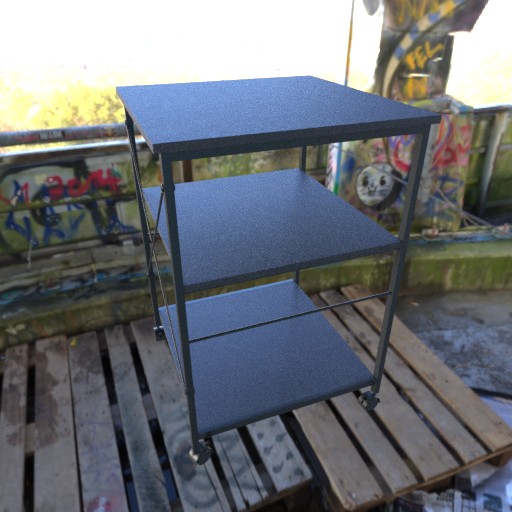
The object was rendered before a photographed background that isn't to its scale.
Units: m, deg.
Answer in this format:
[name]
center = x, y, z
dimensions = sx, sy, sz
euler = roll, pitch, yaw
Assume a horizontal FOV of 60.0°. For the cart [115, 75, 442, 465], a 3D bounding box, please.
[cart]
center = 0.000, 0.000, 1.119
dimensions = 0.520, 0.762, 0.521
euler = -11, 32, -18
